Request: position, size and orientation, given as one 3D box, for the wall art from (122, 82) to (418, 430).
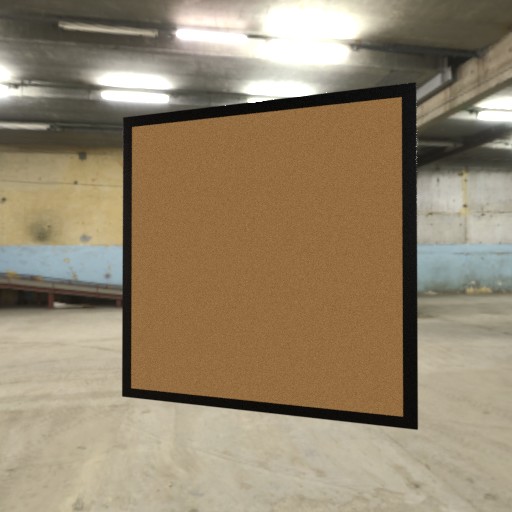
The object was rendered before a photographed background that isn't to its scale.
[{"bbox_3d":[0.000,0.000,1.105,0.755,0.761,0.038,0,-1,18],"label":"wall art"}]
